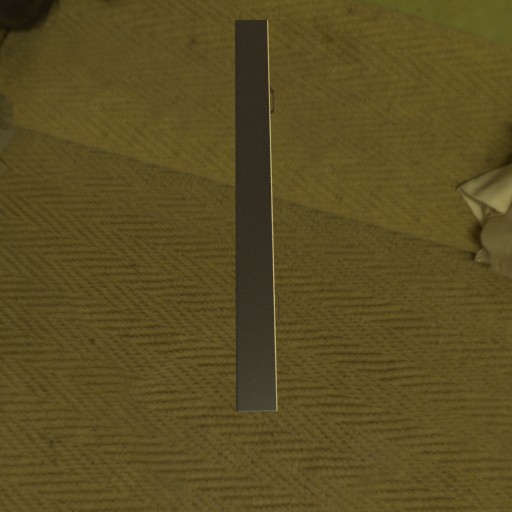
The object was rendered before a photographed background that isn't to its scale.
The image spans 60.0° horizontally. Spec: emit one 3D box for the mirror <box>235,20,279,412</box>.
[{"bbox_3d":[0.000,0.000,0.682,0.041,0.509,0.406,-1,76,0],"label":"mirror"}]
